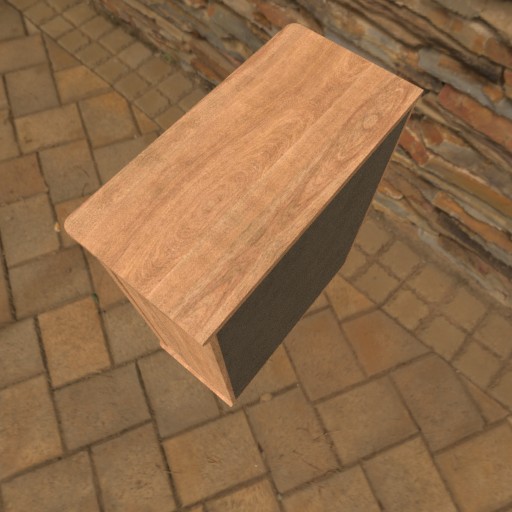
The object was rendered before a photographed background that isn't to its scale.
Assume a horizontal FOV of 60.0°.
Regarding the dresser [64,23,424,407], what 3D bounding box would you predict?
[{"bbox_3d":[0.000,0.000,1.799,0.484,1.318,0.973,36,70,16],"label":"dresser"}]
